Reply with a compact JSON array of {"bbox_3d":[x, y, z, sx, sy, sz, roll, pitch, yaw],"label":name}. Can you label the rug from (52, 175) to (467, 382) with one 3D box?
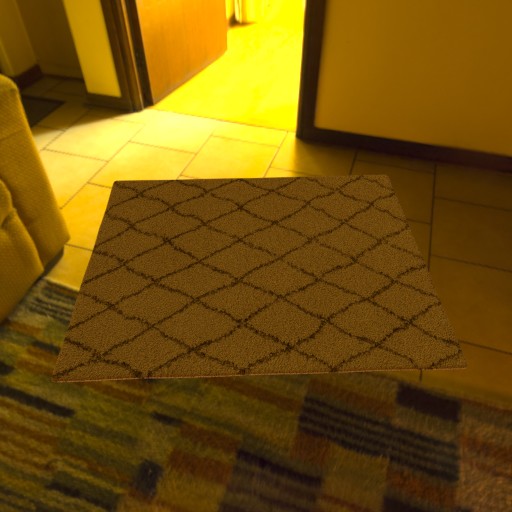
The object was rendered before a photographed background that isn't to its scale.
[{"bbox_3d":[0.000,0.000,4.080,3.047,0.029,2.438,-1,45,-1],"label":"rug"}]
